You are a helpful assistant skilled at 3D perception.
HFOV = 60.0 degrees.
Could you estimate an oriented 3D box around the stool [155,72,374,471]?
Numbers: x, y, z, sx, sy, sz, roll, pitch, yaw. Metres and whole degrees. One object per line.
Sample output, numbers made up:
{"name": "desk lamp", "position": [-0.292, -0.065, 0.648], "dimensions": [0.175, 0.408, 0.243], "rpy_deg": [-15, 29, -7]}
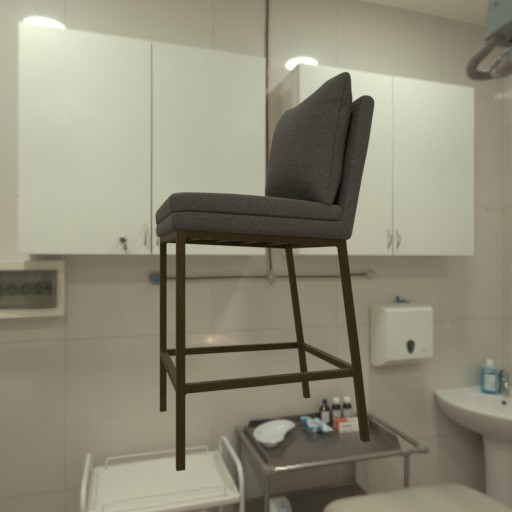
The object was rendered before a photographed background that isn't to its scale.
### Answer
{"name": "stool", "position": [0.000, 0.000, 1.352], "dimensions": [0.569, 1.030, 0.463], "rpy_deg": [0, 0, -17]}
